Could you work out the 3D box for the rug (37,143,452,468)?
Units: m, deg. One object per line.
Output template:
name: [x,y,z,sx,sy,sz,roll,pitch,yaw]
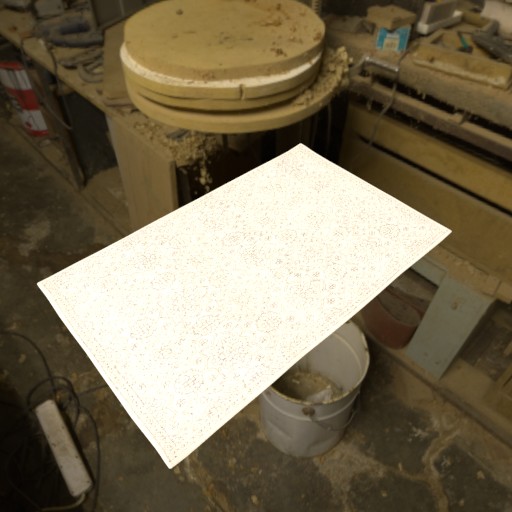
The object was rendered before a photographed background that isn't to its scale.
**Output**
rug: [0.000,0.000,3.008,2.434,0.023,1.518,-33,55,-27]
